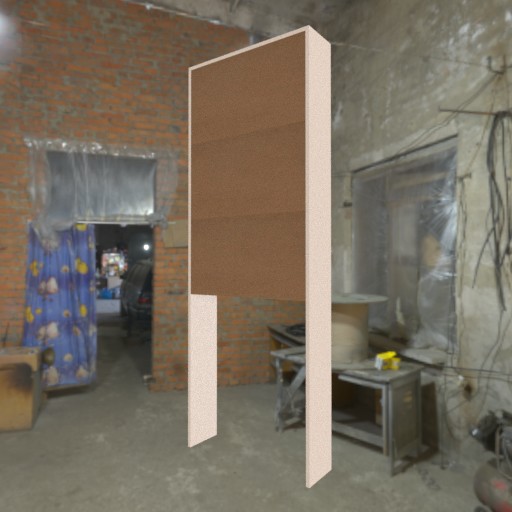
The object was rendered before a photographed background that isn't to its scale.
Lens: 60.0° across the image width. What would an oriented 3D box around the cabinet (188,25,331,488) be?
[{"bbox_3d":[0.000,0.000,1.961,0.643,1.770,0.192,0,-1,36],"label":"cabinet"}]
